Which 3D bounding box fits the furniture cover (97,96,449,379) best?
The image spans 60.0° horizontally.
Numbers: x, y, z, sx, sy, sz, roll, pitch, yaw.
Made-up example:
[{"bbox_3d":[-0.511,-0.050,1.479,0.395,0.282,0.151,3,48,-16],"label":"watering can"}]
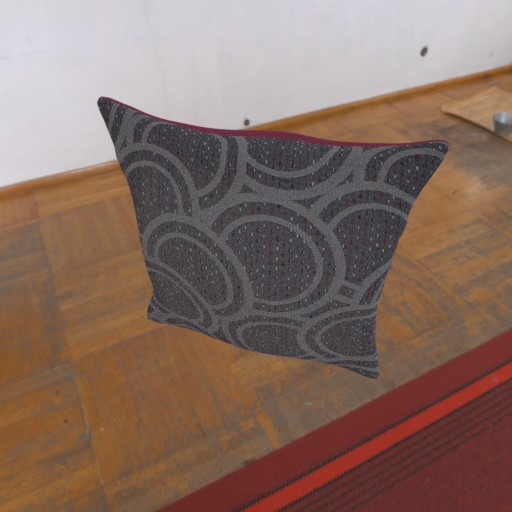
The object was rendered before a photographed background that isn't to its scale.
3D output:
[{"bbox_3d":[0.000,0.000,0.785,0.514,0.513,0.163,12,42,13],"label":"furniture cover"}]
